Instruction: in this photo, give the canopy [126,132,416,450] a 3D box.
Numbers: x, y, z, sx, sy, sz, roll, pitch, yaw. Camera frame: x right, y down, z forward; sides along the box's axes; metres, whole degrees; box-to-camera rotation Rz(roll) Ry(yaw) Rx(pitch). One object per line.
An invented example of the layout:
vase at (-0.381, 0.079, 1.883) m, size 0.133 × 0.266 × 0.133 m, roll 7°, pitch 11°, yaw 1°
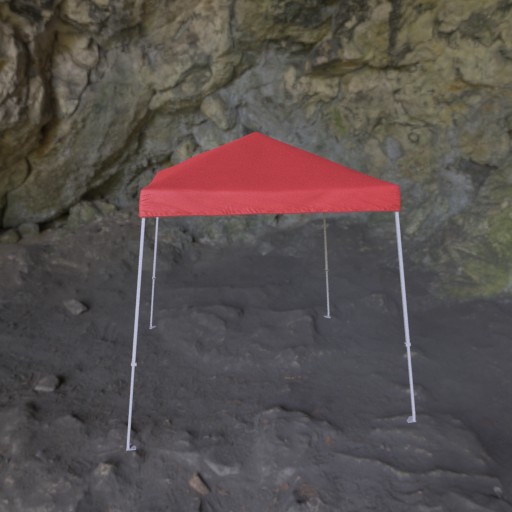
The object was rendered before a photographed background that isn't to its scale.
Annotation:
canopy at (0.000, 0.000, 5.282) m, size 2.848 × 2.849 × 2.849 m, roll -2°, pitch 15°, yaw -8°
